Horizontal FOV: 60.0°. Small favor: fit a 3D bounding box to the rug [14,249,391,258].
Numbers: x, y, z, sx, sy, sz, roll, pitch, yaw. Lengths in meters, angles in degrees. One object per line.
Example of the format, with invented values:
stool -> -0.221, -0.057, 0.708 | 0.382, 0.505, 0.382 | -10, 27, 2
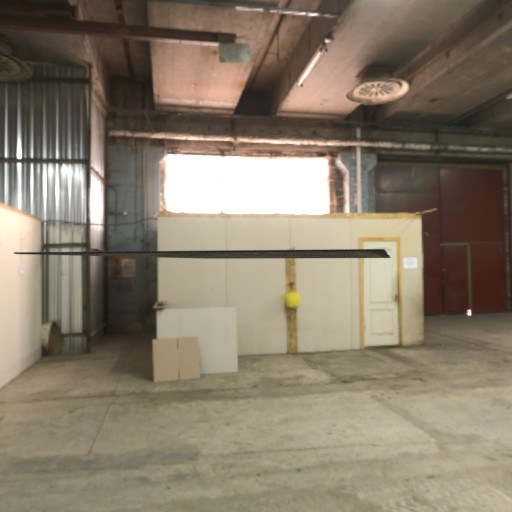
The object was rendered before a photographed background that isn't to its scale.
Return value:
rug -> 0.000, 0.000, 2.827 | 1.630, 0.009, 2.232 | 0, -1, 17
